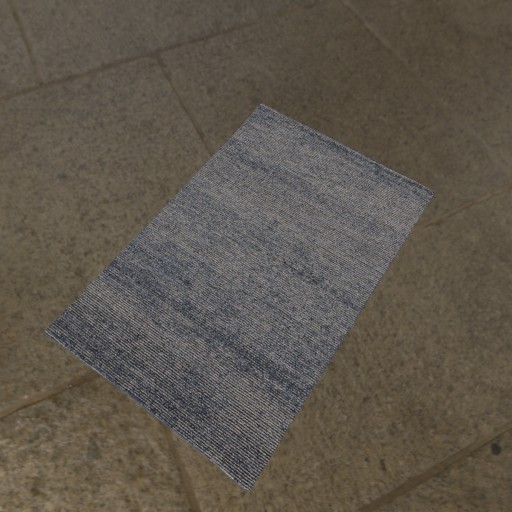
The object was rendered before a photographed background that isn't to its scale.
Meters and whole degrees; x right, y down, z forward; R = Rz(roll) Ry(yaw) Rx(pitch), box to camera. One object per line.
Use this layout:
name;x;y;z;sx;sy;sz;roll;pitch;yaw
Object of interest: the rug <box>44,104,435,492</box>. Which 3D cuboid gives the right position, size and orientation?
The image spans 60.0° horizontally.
rug;0.000;0.000;2.183;1.135;0.010;1.740;32;67;15
